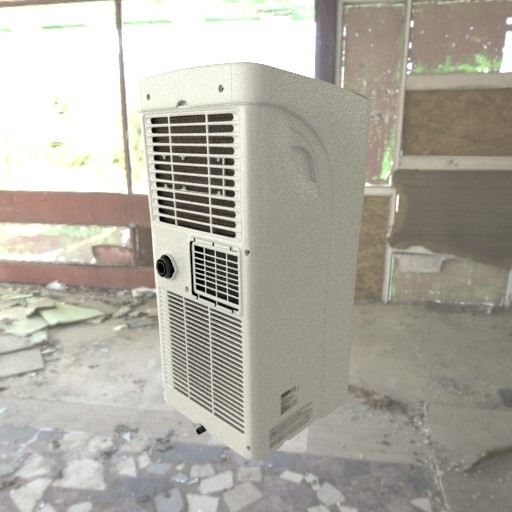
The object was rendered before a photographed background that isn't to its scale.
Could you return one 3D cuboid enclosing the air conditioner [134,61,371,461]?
[{"bbox_3d":[0.000,0.000,0.948,0.352,0.716,0.369,14,20,43],"label":"air conditioner"}]
